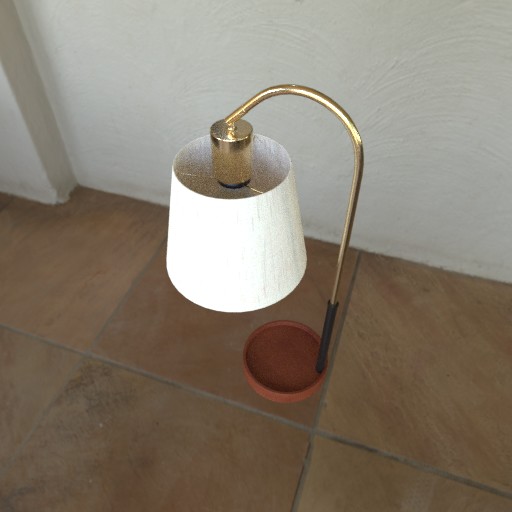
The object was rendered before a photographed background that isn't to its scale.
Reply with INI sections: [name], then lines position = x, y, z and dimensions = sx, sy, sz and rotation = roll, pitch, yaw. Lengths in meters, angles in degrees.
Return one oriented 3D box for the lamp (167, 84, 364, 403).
[lamp]
position = 0.000, 0.000, 0.654
dimensions = 0.273, 0.536, 0.211
rotation = 17, 48, 15
